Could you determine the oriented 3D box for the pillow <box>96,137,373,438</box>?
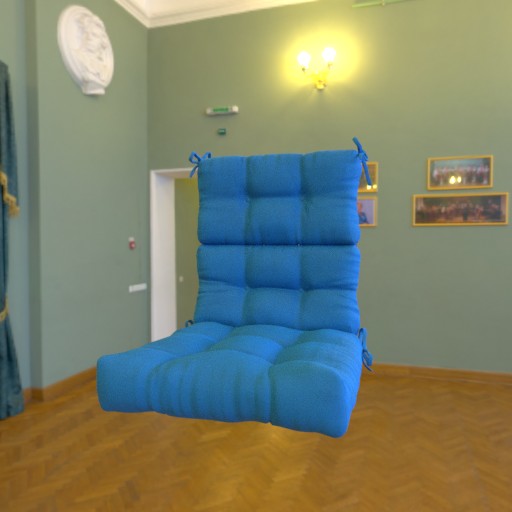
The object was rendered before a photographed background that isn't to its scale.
[{"bbox_3d":[0.000,0.000,1.023,0.519,0.605,0.571,1,2,17],"label":"pillow"}]
